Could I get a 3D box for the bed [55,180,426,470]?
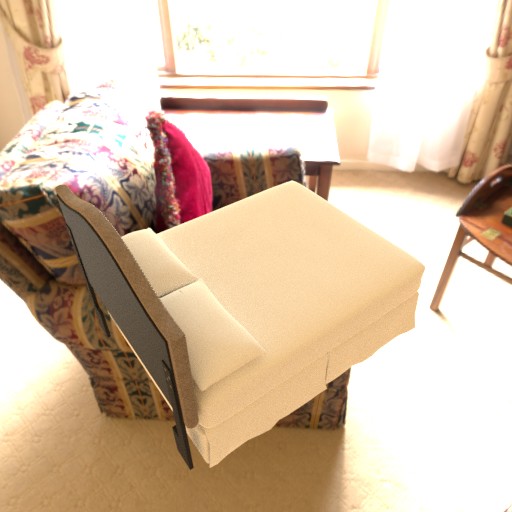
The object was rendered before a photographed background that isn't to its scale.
[{"bbox_3d":[0.000,0.000,3.296,2.153,1.518,1.713,-26,47,-27],"label":"bed"}]
